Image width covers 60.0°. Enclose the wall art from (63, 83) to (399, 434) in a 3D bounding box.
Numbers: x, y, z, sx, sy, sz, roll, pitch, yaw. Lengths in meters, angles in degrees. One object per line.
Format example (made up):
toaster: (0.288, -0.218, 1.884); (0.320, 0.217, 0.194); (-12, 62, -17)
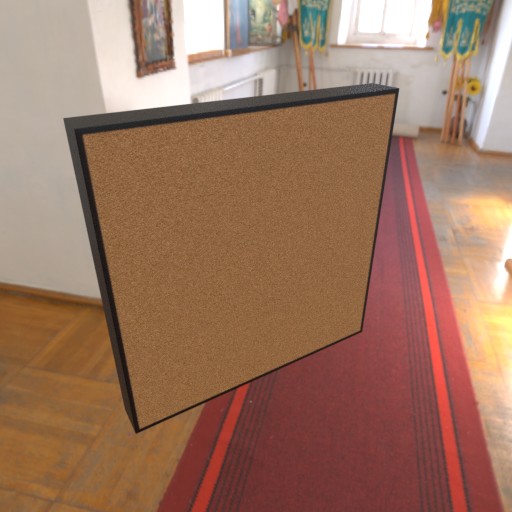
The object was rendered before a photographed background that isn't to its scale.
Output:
wall art: (0.000, 0.000, 0.451); (0.304, 0.303, 0.037); (-17, 34, -27)
